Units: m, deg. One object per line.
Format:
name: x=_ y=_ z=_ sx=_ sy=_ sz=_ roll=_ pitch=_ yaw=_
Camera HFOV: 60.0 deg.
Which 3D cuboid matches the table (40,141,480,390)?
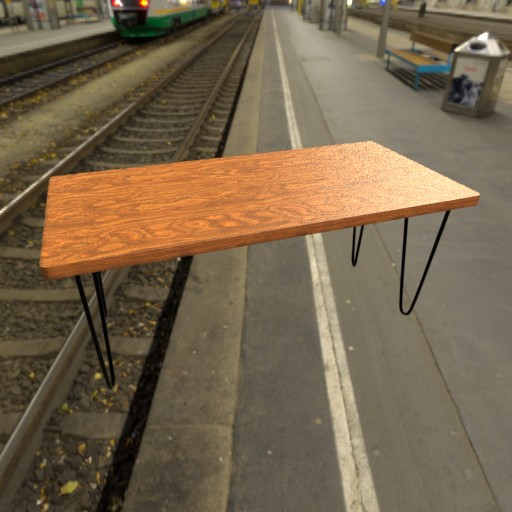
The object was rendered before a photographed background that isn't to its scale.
table: x=0.000 y=0.000 z=2.225 sx=1.791 sy=0.753 sz=0.883 roll=-10 pitch=32 yaw=-17
